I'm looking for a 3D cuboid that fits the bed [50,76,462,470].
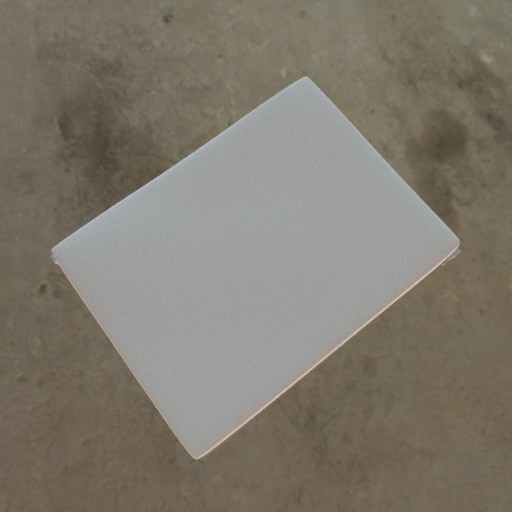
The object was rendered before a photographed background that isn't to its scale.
[{"bbox_3d":[0.000,0.000,2.847,2.108,0.510,1.604,-37,79,-9],"label":"bed"}]
